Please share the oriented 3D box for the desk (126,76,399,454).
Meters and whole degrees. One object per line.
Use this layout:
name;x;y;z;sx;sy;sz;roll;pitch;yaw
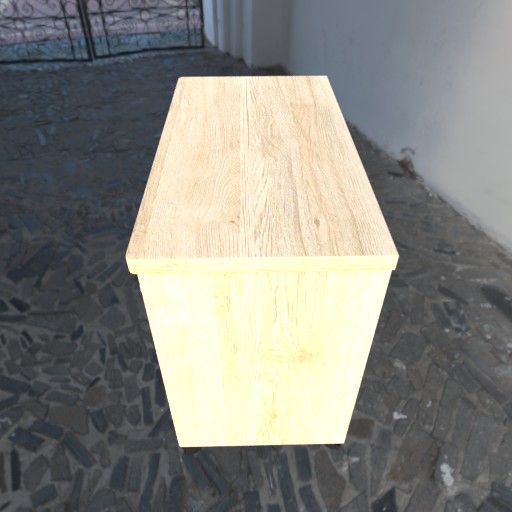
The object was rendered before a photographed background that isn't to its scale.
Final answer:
desk;0.000;0.000;1.356;0.480;0.770;0.885;-1;41;-1
